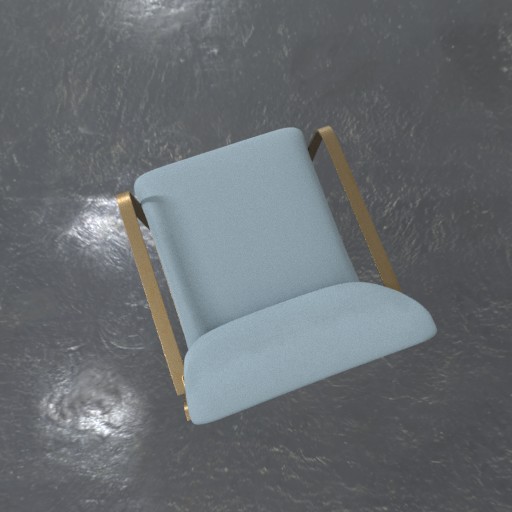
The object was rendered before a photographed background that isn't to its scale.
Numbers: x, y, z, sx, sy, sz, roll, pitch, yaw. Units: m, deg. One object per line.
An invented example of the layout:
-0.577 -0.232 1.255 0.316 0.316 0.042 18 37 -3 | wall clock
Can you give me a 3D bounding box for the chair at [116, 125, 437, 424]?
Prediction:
0.000 0.000 1.463 0.701 0.824 0.842 -19 75 -5 | chair
